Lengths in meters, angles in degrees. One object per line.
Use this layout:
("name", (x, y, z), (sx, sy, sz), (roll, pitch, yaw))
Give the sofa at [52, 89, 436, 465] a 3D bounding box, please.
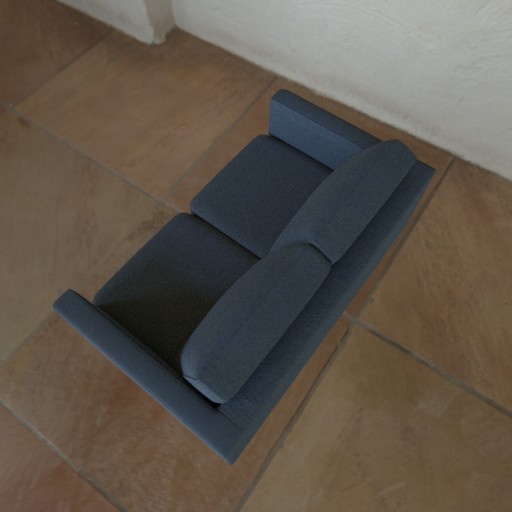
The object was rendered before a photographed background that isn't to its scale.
("sofa", (0.000, 0.000, 2.266), (0.999, 0.907, 1.659), (34, 67, 17))
